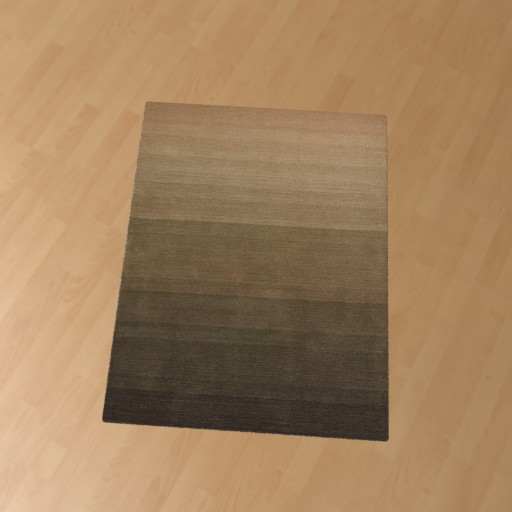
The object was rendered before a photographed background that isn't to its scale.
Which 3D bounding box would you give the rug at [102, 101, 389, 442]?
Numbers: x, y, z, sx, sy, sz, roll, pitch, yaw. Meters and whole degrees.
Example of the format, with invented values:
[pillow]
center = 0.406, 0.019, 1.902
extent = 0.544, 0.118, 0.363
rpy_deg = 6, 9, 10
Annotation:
[rug]
center = 0.000, 0.000, 3.878
extent = 2.306, 0.017, 2.902
rpy_deg = 4, 76, 1
